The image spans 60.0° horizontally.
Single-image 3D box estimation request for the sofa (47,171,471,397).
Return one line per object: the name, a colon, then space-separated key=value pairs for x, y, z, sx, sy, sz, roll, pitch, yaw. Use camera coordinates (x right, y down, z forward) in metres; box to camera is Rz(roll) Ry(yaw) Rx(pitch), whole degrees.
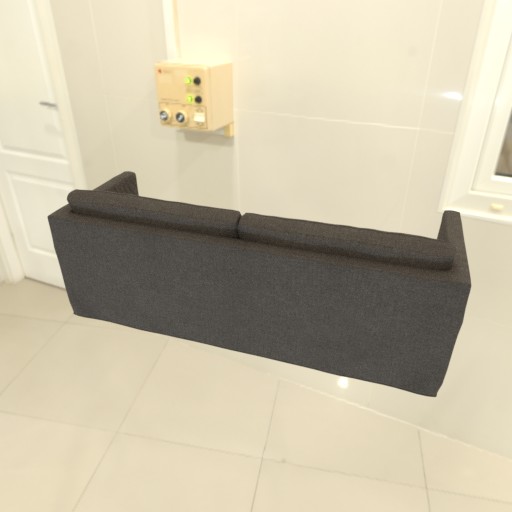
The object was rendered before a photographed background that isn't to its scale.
sofa: x=0.000 y=0.000 z=3.292 sx=2.779 sy=0.998 sz=1.036 roll=9 pitch=31 yaw=16
